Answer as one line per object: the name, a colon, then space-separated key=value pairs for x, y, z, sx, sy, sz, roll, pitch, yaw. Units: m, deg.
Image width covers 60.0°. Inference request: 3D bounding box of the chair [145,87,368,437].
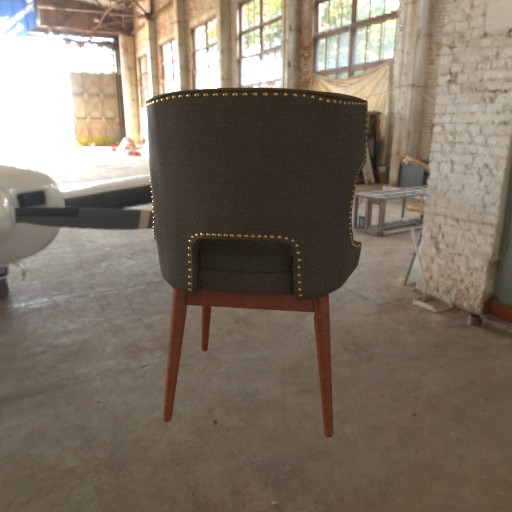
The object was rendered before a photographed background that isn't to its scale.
chair: x=0.000 y=0.000 z=1.267 sx=0.595 sy=0.863 sz=0.581 roll=2 pitch=16 yaw=8
